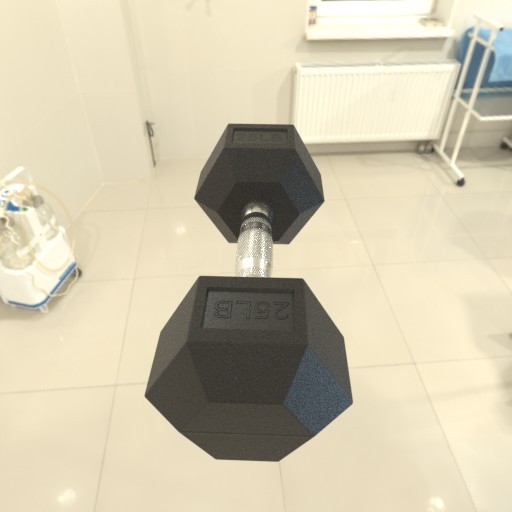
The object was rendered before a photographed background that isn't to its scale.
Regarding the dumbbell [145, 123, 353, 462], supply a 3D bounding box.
[{"bbox_3d":[0.000,0.000,0.376,0.129,0.113,0.315,1,41,2],"label":"dumbbell"}]
